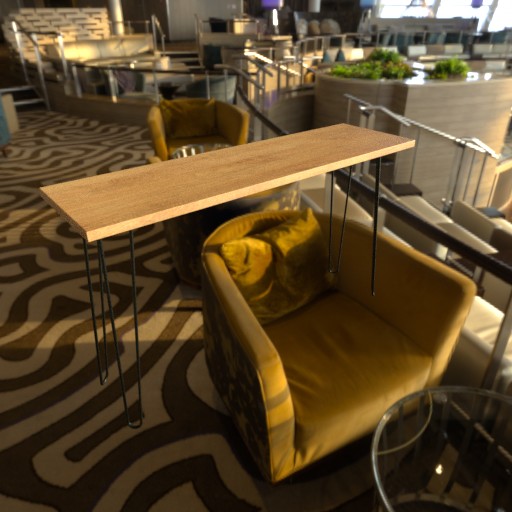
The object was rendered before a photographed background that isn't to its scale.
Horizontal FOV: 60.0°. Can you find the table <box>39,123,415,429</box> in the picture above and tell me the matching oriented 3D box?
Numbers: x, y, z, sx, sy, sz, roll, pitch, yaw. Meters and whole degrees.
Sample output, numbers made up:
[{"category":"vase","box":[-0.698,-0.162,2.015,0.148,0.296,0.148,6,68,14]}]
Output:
[{"category":"table","box":[0.000,0.000,1.808,1.400,0.799,0.399,-21,36,-33]}]
